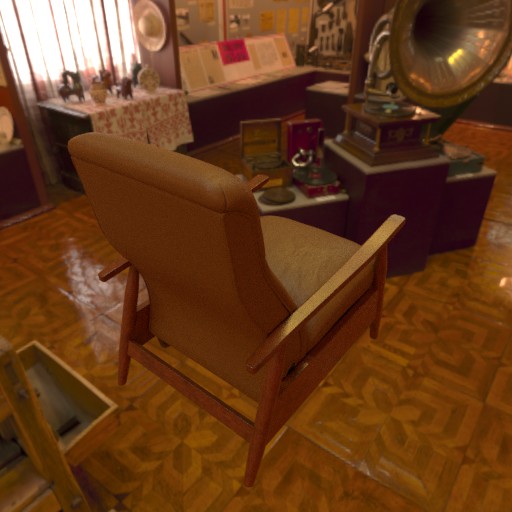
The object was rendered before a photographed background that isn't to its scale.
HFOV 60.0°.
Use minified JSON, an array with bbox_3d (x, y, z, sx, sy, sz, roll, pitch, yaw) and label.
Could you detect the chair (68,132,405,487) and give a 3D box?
[{"bbox_3d":[0.000,0.000,1.719,0.762,1.082,1.014,23,39,32],"label":"chair"}]
